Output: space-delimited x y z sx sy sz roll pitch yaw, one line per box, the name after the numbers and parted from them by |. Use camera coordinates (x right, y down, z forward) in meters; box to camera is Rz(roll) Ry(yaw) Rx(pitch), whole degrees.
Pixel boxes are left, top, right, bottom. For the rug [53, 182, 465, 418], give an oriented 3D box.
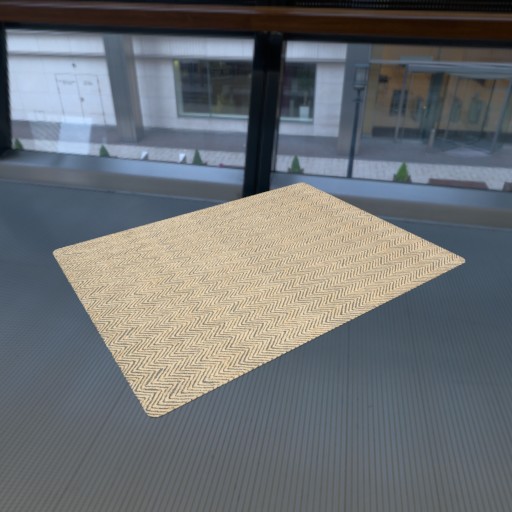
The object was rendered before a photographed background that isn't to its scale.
0.000 0.000 4.277 3.207 0.014 2.439 -20 36 -29 | rug
